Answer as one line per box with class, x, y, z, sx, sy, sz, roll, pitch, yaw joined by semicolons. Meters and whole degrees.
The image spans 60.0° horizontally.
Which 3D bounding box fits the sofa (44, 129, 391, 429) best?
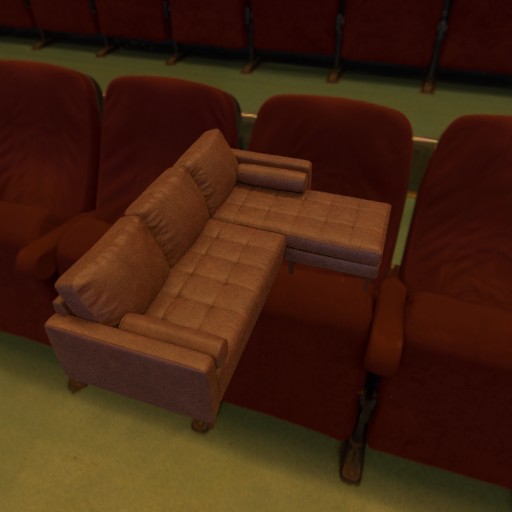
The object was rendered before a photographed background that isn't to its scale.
sofa;0.000;0.000;2.974;1.613;0.841;2.185;12;42;14
